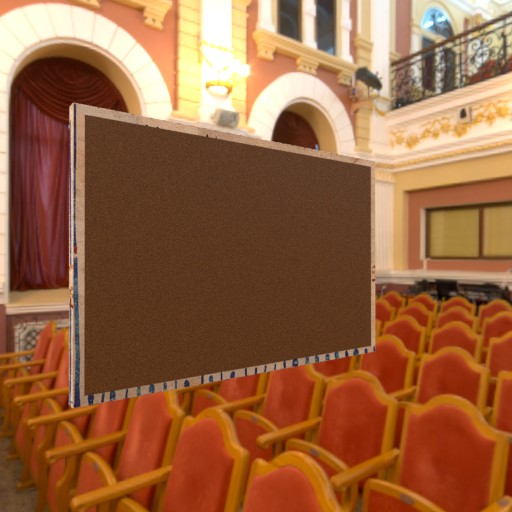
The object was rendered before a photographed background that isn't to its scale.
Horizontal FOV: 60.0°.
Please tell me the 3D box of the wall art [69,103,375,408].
[{"bbox_3d":[0.000,0.000,1.161,0.919,0.609,0.030,0,0,-36],"label":"wall art"}]
